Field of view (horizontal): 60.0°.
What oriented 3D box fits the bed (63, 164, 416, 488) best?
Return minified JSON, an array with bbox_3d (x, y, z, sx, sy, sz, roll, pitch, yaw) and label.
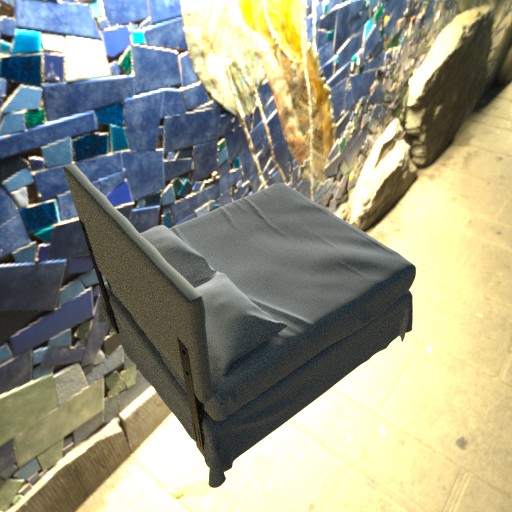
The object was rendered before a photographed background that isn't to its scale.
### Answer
[{"bbox_3d":[0.000,0.000,3.476,2.222,1.577,1.936,-27,47,-28],"label":"bed"}]
